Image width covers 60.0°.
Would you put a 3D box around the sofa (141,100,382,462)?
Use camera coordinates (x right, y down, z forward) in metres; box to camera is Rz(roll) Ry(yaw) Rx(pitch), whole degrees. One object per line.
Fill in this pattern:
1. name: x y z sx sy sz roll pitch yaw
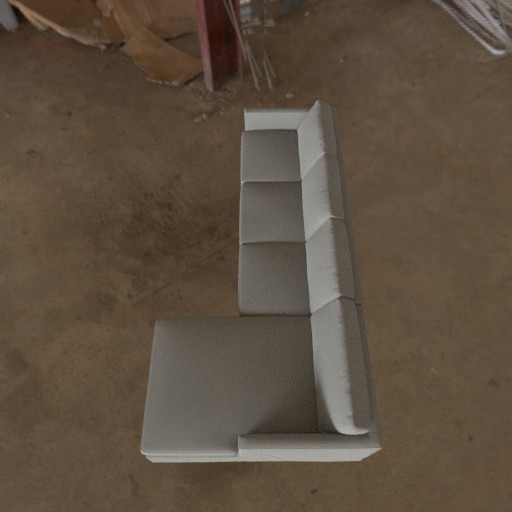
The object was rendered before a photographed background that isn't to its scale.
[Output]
1. sofa: 0.000 0.000 3.835 1.622 0.867 3.177 0 59 0
